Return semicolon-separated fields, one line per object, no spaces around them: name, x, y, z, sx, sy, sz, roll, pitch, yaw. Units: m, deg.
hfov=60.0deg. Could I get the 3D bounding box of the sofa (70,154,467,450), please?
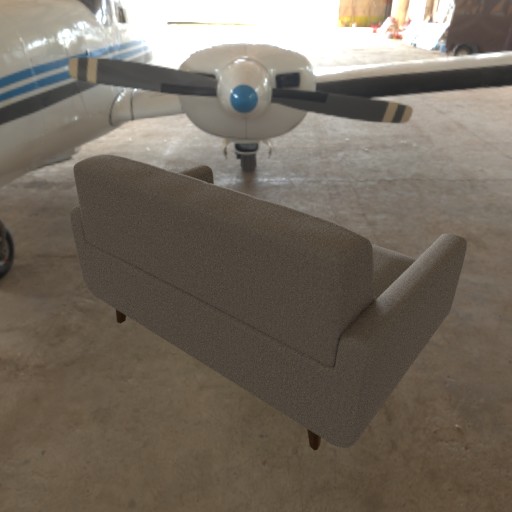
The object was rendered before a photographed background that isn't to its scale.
sofa;0.000;0.000;2.149;1.651;0.925;0.952;22;36;33
